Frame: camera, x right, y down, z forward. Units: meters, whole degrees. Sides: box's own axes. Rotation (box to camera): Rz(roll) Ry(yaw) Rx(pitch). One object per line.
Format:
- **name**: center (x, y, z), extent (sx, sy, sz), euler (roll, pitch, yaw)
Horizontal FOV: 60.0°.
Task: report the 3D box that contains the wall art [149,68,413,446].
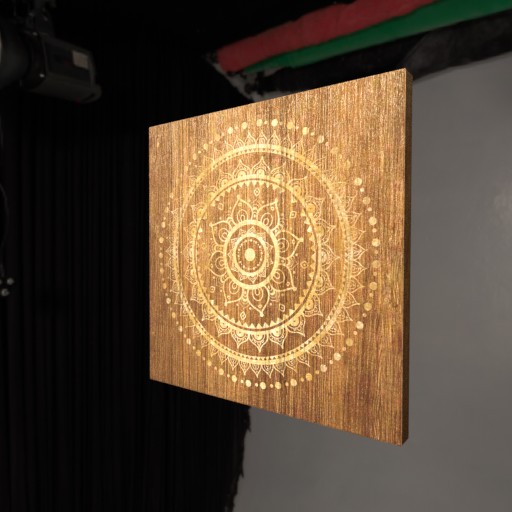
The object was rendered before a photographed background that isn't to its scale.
- **wall art**: center (0.000, 0.000, 0.899), extent (0.611, 0.608, 0.042), euler (1, 1, 36)
